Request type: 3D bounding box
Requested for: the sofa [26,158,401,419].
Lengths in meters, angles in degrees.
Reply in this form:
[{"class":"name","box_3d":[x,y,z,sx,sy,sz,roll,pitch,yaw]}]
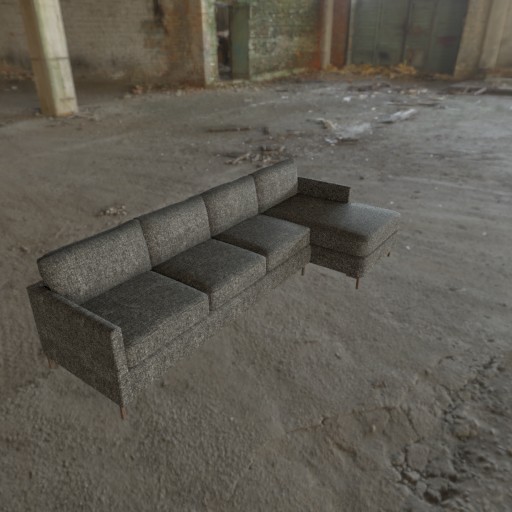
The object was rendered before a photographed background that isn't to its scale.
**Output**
[{"class":"sofa","box_3d":[0.000,0.000,3.997,1.488,0.970,3.384,18,32,31]}]
